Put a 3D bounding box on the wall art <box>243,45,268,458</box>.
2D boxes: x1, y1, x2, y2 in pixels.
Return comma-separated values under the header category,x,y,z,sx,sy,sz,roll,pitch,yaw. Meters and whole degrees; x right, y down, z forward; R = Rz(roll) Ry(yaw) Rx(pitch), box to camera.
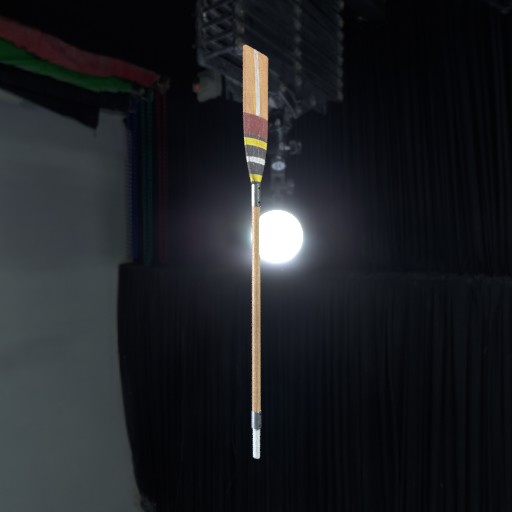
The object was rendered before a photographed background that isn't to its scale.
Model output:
category,x,y,z,sx,sy,sz,roll,pitch,yaw
wall art,0.000,0.000,1.695,0.038,1.556,0.146,1,1,37
